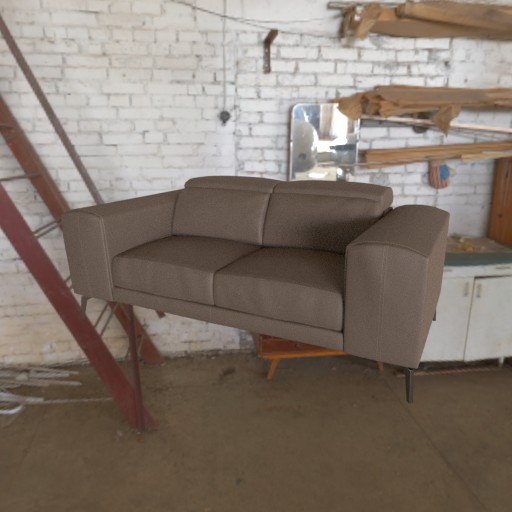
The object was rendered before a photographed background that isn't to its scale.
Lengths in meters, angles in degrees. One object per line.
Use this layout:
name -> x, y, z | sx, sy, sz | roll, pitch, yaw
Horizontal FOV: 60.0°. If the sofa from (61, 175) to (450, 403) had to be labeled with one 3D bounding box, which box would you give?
sofa -> 0.000, 0.000, 2.449 | 1.895, 0.779, 1.003 | 8, 17, 26
